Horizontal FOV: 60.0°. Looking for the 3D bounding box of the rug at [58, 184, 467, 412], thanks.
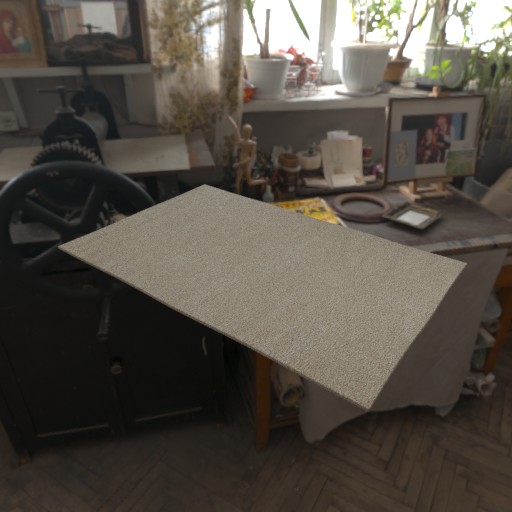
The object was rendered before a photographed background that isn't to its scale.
[{"bbox_3d":[0.000,0.000,3.011,2.346,0.025,1.500,21,36,32],"label":"rug"}]
